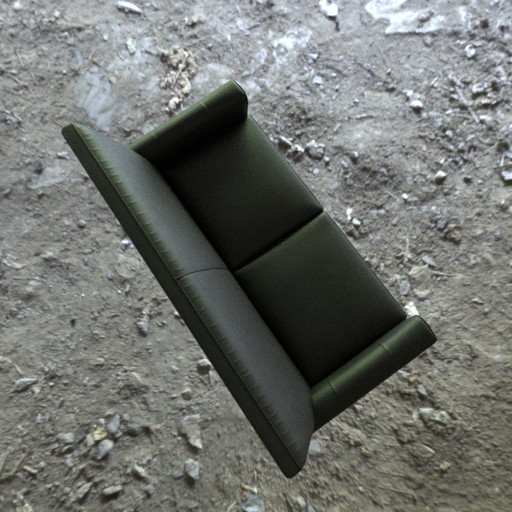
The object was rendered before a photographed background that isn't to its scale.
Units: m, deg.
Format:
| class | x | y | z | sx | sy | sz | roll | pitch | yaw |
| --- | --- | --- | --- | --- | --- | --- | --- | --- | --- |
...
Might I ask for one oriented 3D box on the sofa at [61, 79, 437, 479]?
| class | x | y | z | sx | sy | sz | roll | pitch | yaw |
| --- | --- | --- | --- | --- | --- | --- | --- | --- | --- |
| sofa | 0.000 | 0.000 | 1.989 | 0.787 | 0.871 | 1.473 | -34 | 78 | -8 |
